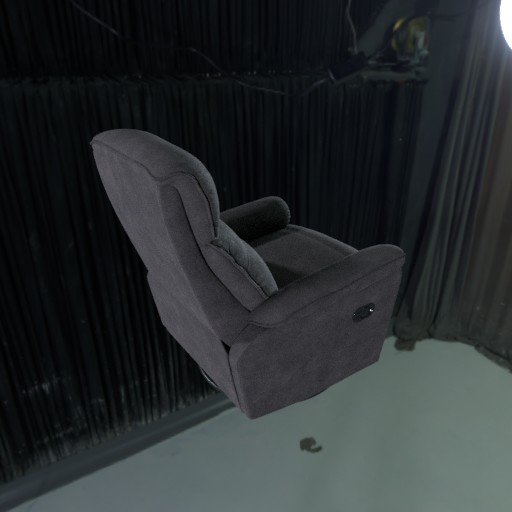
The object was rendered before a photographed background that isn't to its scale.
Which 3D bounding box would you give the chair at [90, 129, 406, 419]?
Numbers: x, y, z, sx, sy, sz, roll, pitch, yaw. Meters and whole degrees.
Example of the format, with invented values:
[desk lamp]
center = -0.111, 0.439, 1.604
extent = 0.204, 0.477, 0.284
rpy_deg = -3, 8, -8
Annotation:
[chair]
center = 0.000, 0.000, 1.759
extent = 1.009, 1.035, 0.830
rpy_deg = -17, 31, -31
